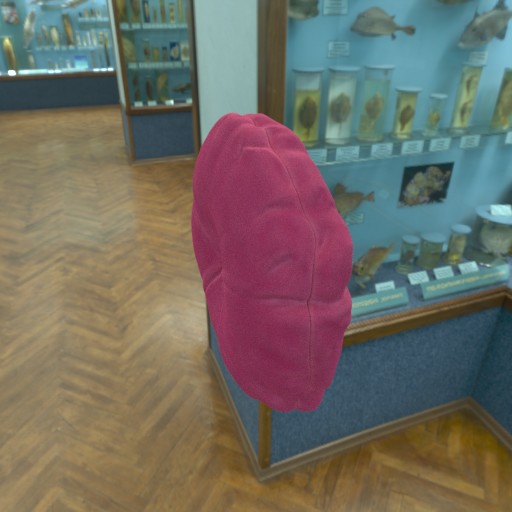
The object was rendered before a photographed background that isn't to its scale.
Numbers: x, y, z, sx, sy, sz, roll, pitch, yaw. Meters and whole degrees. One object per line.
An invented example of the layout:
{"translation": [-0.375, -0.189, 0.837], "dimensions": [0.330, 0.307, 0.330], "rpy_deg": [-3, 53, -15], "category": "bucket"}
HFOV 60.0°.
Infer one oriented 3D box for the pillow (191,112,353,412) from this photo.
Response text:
{"translation": [0.000, 0.000, 0.658], "dimensions": [0.148, 0.407, 0.428], "rpy_deg": [-9, 30, -16], "category": "pillow"}
